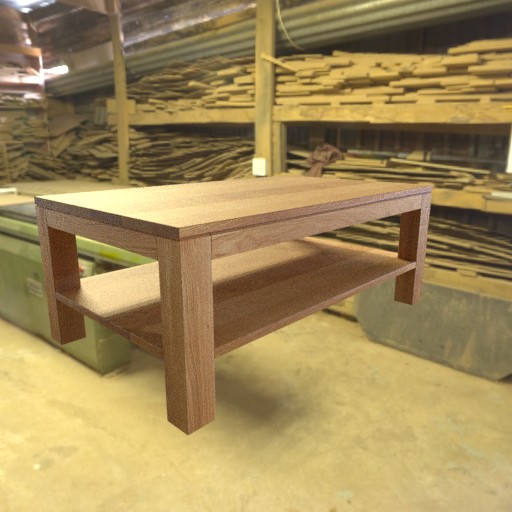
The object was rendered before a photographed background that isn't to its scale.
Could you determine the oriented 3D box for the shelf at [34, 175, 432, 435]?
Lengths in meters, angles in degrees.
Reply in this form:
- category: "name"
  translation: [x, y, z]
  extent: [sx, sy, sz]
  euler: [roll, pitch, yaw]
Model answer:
- category: "shelf"
  translation: [0.000, 0.000, 1.522]
  extent: [0.700, 0.450, 1.150]
  euler: [13, 20, 42]
